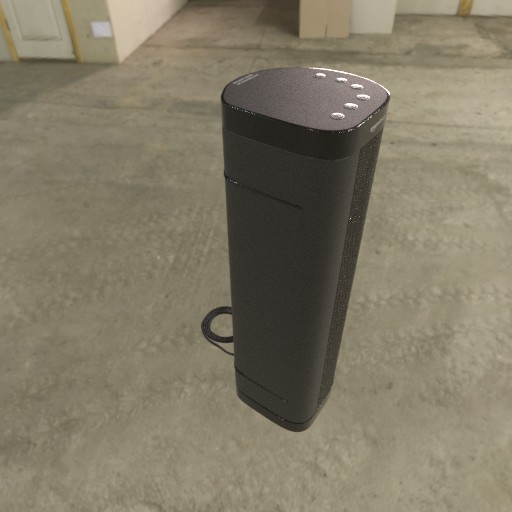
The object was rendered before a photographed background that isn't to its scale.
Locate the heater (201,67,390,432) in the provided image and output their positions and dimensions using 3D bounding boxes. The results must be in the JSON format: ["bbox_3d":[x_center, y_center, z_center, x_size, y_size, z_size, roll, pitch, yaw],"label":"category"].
[{"bbox_3d":[0.000,0.000,0.693,0.312,0.552,0.174,25,47,26],"label":"heater"}]
